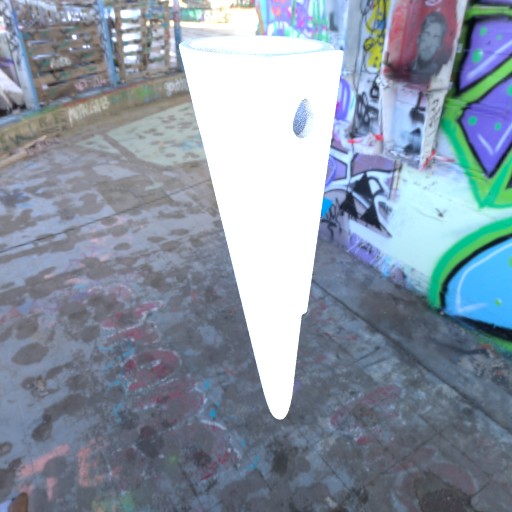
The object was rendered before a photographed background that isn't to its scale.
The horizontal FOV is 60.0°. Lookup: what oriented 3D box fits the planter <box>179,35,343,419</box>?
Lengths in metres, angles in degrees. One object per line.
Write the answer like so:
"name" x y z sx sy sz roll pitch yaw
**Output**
"planter" 0.000 0.000 0.222 0.057 0.193 0.064 -19 37 -28
